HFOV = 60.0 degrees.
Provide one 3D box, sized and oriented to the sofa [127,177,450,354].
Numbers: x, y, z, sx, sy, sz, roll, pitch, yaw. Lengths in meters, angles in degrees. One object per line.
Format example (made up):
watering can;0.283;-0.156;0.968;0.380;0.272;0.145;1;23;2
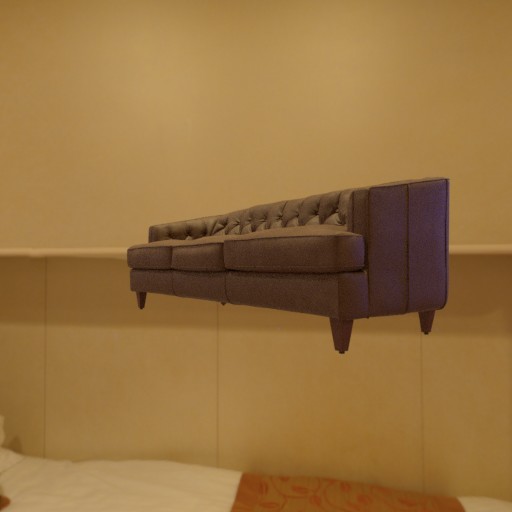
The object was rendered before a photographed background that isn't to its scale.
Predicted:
sofa;0.000;0.000;2.738;0.927;0.787;2.227;1;-1;-36
